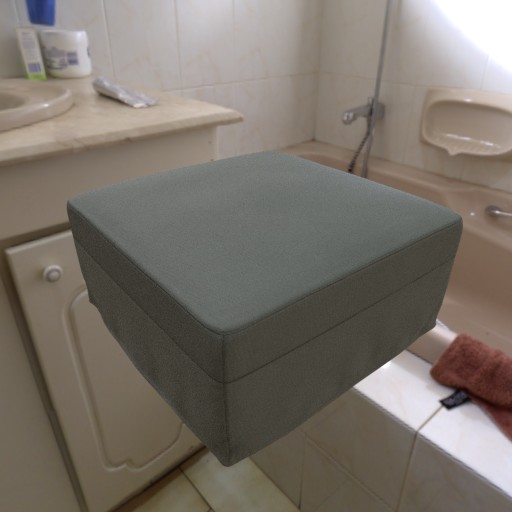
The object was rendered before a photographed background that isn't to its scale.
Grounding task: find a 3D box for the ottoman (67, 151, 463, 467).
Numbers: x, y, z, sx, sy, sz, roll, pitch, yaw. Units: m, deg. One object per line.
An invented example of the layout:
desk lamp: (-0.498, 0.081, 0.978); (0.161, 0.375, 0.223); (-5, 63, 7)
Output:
ottoman: (0.000, 0.000, 1.342); (0.842, 0.441, 0.843); (-21, 35, -33)
